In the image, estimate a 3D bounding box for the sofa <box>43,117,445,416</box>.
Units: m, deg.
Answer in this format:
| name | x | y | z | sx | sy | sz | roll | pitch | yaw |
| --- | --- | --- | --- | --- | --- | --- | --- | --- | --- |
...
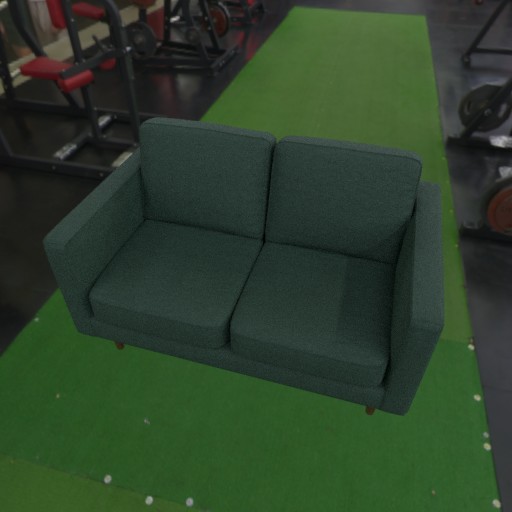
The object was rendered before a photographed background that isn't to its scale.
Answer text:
| name | x | y | z | sx | sy | sz | roll | pitch | yaw |
| --- | --- | --- | --- | --- | --- | --- | --- | --- | --- |
| sofa | 0.000 | 0.000 | 1.928 | 1.430 | 0.899 | 0.879 | 11 | 42 | 13 |
